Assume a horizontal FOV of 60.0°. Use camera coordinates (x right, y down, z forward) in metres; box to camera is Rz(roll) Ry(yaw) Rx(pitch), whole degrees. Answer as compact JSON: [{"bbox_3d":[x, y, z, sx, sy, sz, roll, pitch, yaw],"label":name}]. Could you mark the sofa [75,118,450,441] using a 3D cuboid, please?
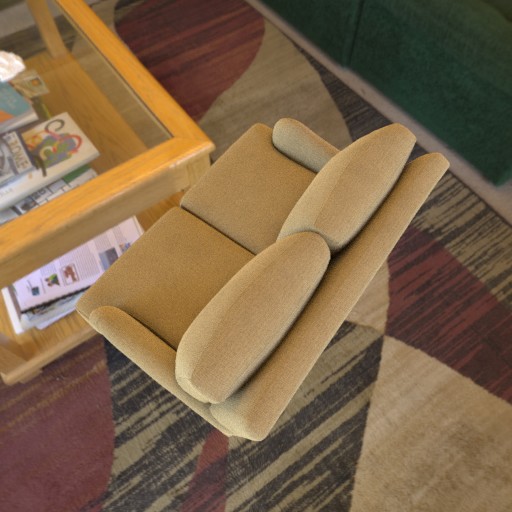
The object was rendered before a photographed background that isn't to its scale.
[{"bbox_3d":[0.000,0.000,2.164,1.087,0.999,1.480,33,66,17],"label":"sofa"}]
